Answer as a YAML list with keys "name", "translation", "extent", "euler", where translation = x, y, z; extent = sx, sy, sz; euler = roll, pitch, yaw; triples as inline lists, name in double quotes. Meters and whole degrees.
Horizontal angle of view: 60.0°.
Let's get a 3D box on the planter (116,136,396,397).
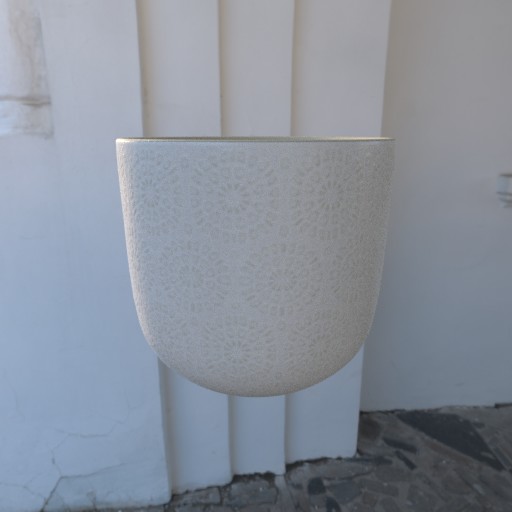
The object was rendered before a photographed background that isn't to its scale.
- name: "planter"
  translation: [0.000, 0.000, 0.368]
  extent: [0.208, 0.190, 0.208]
  euler: [0, 16, 0]
